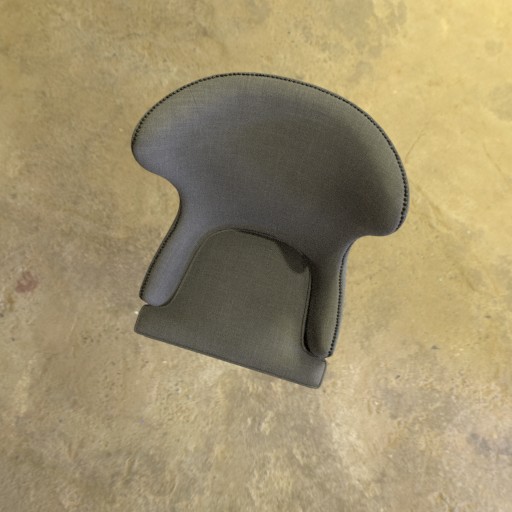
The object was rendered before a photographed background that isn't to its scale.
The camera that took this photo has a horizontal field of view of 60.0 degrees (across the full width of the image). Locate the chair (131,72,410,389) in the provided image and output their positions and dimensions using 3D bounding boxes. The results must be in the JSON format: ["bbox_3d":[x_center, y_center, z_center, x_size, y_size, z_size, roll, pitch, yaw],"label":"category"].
[{"bbox_3d":[0.000,0.000,1.838,0.864,1.176,0.883,16,76,4],"label":"chair"}]
